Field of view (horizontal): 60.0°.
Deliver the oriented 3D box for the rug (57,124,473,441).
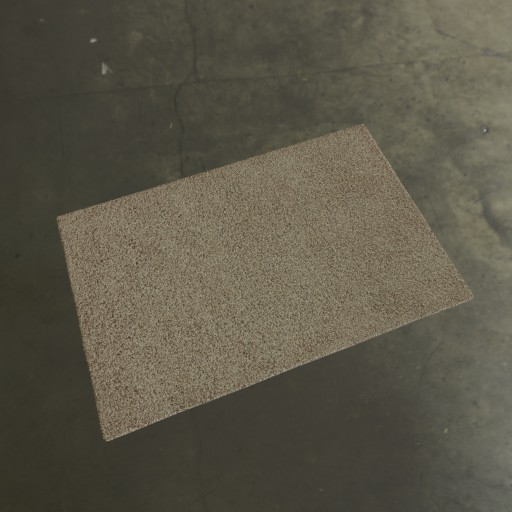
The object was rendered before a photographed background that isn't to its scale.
[{"bbox_3d":[0.000,0.000,3.394,2.743,0.030,1.778,-19,66,-9],"label":"rug"}]
